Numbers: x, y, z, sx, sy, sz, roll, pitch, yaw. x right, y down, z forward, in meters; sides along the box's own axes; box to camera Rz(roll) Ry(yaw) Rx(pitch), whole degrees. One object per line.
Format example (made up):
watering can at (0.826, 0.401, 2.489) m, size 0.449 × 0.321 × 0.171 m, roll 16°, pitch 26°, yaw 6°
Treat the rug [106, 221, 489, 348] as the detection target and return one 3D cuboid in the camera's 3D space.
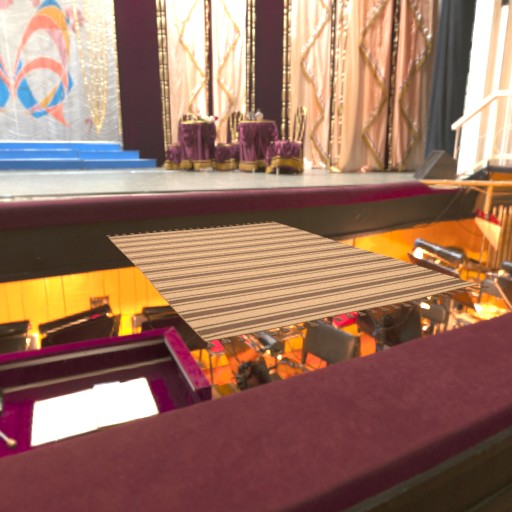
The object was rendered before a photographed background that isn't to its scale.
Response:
rug at (0.000, 0.000, 3.831) m, size 2.030 × 0.017 × 3.040 m, roll -7°, pitch 16°, yaw -26°
